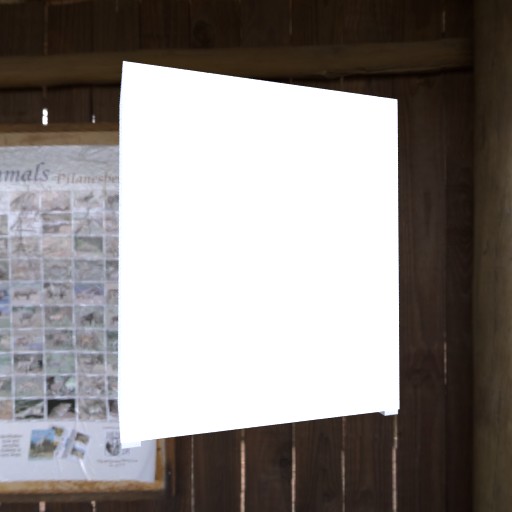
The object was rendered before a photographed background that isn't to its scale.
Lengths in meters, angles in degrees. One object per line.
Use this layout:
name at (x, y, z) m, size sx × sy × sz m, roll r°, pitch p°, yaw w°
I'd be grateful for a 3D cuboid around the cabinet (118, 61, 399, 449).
cabinet at (0.000, 0.000, 1.706) m, size 1.000 × 1.190 × 0.400 m, roll 0°, pitch -1°, yaw -19°
